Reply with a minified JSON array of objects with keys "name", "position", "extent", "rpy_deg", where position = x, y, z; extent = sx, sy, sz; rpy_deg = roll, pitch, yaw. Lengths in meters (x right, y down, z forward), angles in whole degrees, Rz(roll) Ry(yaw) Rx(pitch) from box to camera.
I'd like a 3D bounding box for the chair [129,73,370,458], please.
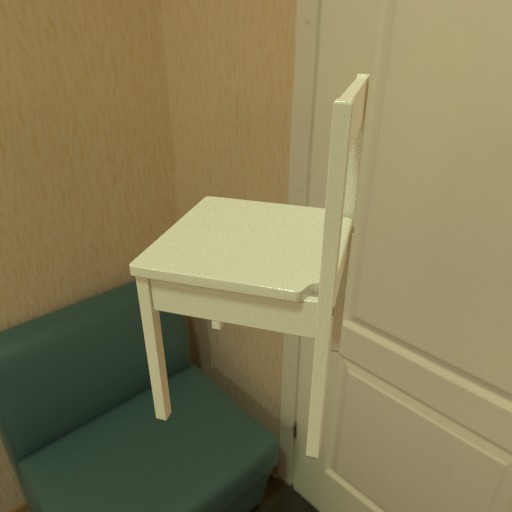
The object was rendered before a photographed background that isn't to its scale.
[{"name":"chair","position":[0.000,0.000,0.905],"extent":[0.361,0.668,0.367],"rpy_deg":[8,29,14]}]
